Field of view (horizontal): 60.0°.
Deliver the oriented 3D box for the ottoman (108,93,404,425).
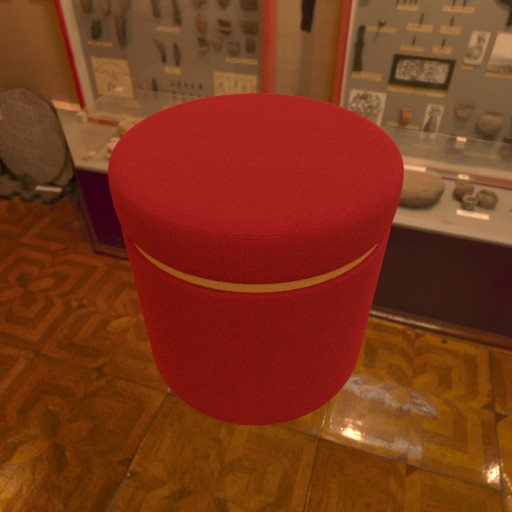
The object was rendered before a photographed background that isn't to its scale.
[{"bbox_3d":[0.000,0.000,0.735,0.400,0.406,0.400,0,41,0],"label":"ottoman"}]
